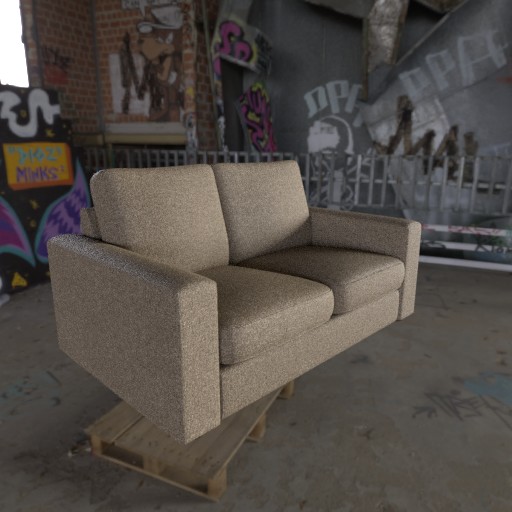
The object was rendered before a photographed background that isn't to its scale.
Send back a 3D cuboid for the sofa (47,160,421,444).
[{"bbox_3d":[0.000,0.000,2.187,1.016,0.873,1.616,14,20,43],"label":"sofa"}]
